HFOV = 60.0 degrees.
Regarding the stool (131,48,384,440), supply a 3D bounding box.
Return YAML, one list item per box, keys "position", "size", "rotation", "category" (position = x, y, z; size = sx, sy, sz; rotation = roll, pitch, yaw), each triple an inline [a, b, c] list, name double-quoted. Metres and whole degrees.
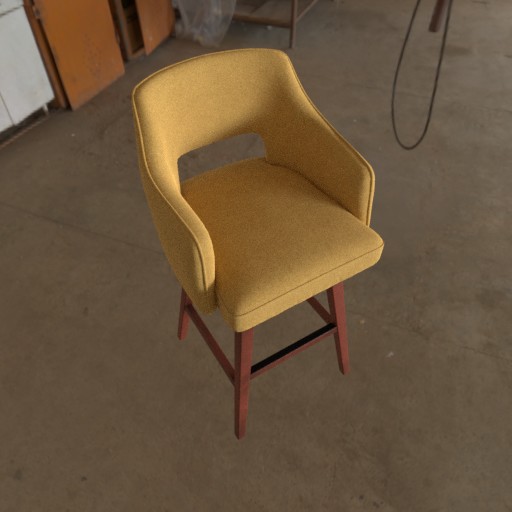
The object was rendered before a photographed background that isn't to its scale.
- position: [0.000, 0.000, 1.338]
  size: [0.548, 1.012, 0.558]
  rotation: [-24, 51, -21]
  category: "stool"
